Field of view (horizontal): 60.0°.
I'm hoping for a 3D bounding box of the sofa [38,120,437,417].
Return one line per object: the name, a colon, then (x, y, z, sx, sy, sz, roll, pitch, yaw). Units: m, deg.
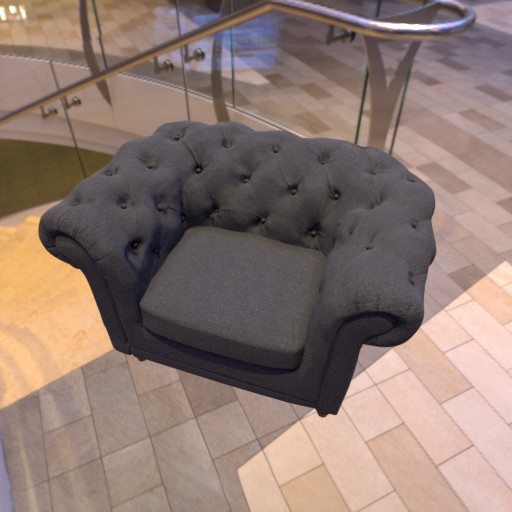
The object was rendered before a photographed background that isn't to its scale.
sofa: (0.000, 0.000, 2.009, 1.405, 0.878, 1.032, 13, 44, 14)
